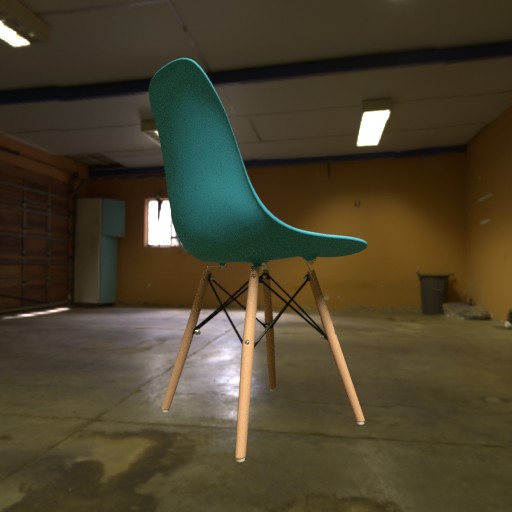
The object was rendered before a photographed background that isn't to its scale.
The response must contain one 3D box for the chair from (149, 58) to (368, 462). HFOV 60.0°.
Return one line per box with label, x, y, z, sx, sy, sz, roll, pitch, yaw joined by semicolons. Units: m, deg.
chair;0.000;0.000;1.135;0.531;0.826;0.470;1;-2;-35
